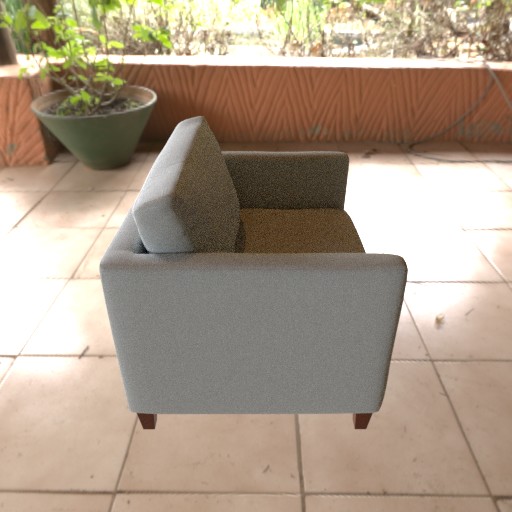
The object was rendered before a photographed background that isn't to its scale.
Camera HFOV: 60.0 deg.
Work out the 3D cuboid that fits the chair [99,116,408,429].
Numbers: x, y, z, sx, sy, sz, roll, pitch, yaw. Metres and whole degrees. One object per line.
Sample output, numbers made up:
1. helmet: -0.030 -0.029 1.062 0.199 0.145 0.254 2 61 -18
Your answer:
1. chair: 0.000 0.000 1.879 0.953 0.961 1.107 0 31 0
